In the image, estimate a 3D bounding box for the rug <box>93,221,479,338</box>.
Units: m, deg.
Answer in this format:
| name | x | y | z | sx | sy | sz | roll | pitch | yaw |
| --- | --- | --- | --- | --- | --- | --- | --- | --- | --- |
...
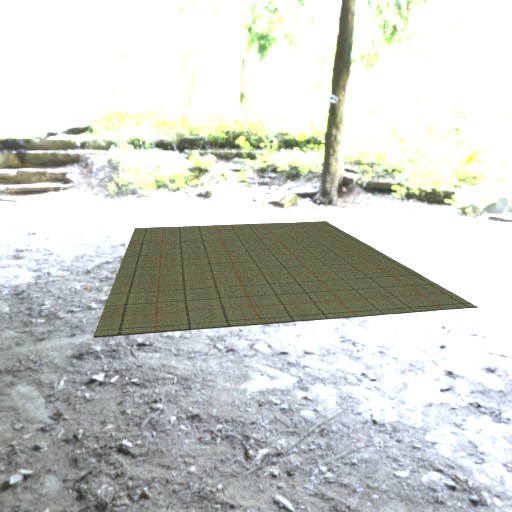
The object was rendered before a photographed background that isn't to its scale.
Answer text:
| name | x | y | z | sx | sy | sz | roll | pitch | yaw |
| --- | --- | --- | --- | --- | --- | --- | --- | --- | --- |
| rug | 0.000 | 0.000 | 4.165 | 2.444 | 0.012 | 3.048 | -3 | 16 | -10 |
